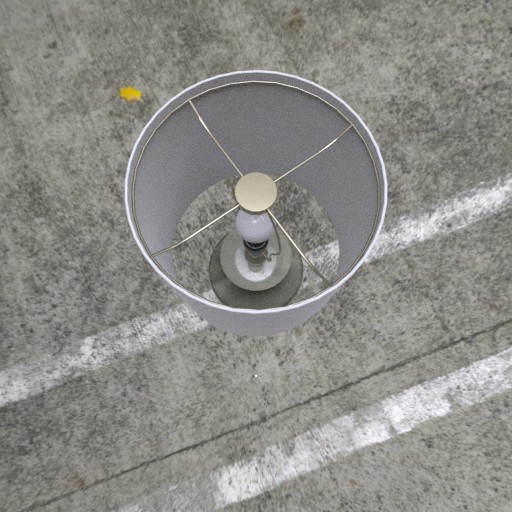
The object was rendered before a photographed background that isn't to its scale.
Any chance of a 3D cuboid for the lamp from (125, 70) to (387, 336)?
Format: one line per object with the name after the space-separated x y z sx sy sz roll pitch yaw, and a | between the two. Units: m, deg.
0.000 0.000 0.575 0.211 0.455 0.211 -21 76 -5 | lamp
